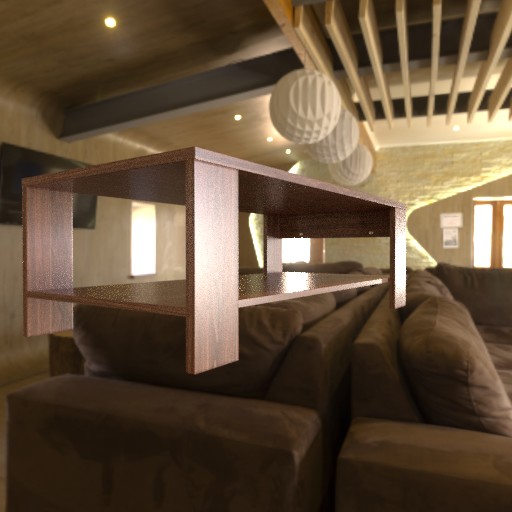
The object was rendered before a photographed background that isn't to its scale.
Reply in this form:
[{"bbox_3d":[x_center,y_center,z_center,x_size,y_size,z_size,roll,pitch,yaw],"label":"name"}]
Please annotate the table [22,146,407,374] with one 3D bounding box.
[{"bbox_3d":[0.000,0.000,1.438,0.600,0.400,1.200,1,1,36],"label":"table"}]
